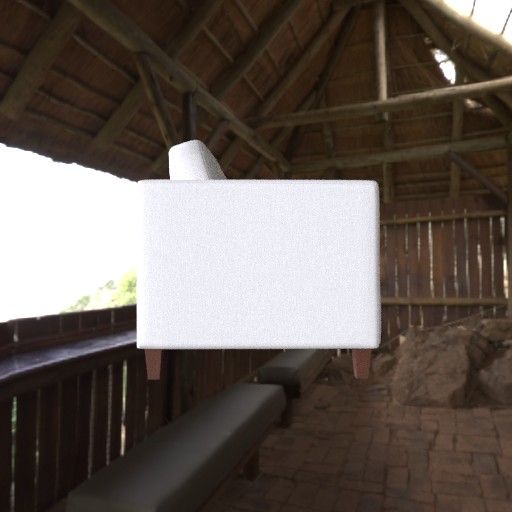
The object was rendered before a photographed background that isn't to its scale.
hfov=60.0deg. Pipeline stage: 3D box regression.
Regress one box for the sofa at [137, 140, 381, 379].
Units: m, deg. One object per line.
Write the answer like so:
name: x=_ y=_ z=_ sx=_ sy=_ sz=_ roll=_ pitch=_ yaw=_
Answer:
sofa: x=0.000 y=0.000 z=2.654 sx=0.924 sy=0.933 sz=2.139 roll=0 pitch=0 yaw=-1
